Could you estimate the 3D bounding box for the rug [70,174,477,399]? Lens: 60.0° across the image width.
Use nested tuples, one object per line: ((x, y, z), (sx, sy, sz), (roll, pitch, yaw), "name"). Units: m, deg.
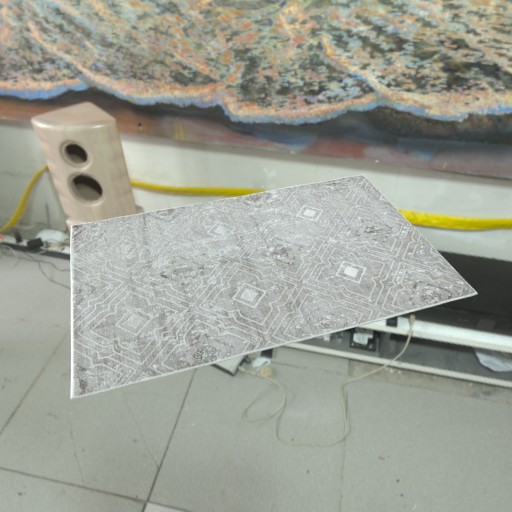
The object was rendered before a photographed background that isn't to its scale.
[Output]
((0.000, 0.000, 3.066), (2.447, 0.036, 1.537), (-12, 43, -13), "rug")
